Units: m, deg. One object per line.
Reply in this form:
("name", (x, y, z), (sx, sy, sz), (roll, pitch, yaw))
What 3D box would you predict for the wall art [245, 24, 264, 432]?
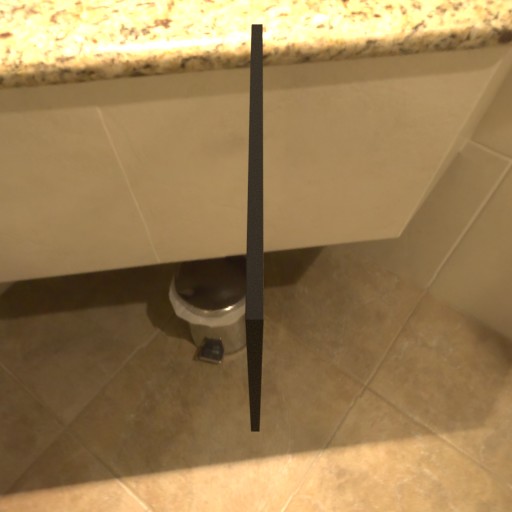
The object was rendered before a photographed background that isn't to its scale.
("wall art", (0.000, 0.000, 1.215), (0.028, 0.863, 0.755), (0, 58, 0))
